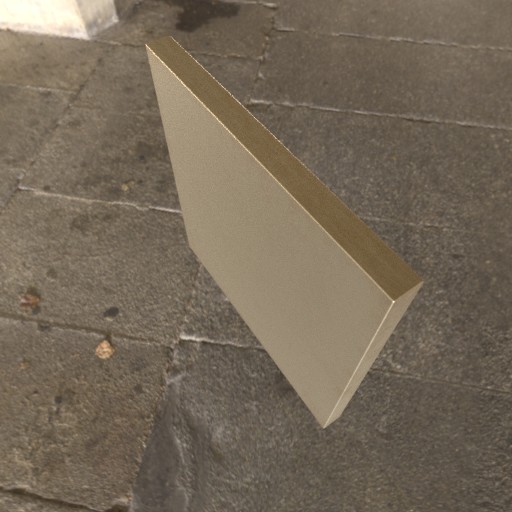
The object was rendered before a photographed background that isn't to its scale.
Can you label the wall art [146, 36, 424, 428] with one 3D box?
[{"bbox_3d":[0.000,0.000,0.736,0.040,0.506,0.503,-30,61,-18],"label":"wall art"}]
